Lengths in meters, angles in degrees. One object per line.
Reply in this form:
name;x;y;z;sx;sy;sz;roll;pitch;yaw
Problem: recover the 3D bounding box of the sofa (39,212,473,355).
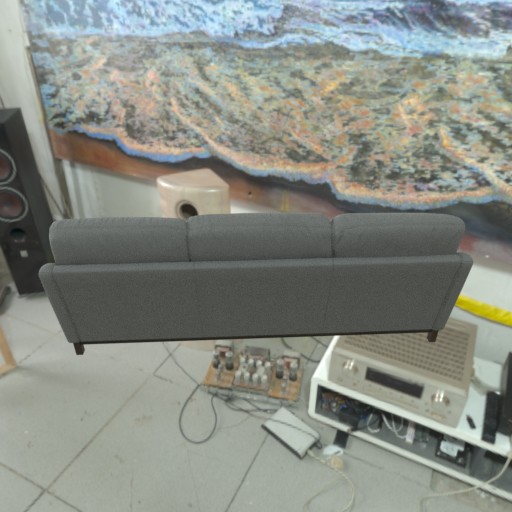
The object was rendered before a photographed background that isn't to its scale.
sofa;0.000;0.000;2.880;2.344;0.926;0.987;-2;32;-2
